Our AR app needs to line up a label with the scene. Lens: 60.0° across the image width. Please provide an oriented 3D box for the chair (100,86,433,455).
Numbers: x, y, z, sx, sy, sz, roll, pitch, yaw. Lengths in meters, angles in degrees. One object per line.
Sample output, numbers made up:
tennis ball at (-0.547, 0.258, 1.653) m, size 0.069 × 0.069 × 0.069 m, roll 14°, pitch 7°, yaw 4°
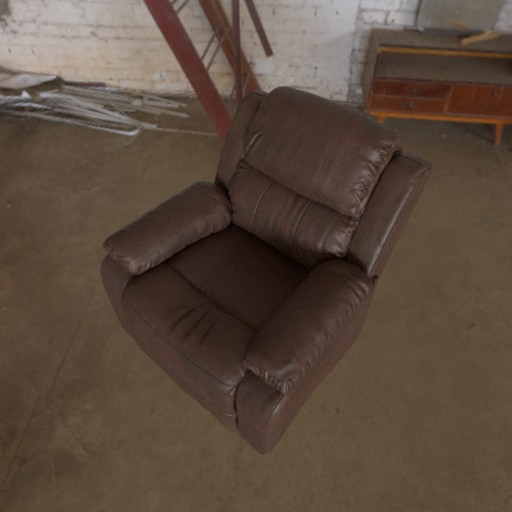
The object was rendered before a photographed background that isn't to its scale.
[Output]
chair at (0.000, 0.000, 1.262) m, size 0.680 × 0.702 × 0.707 m, roll 33°, pitch 55°, yaw 27°
